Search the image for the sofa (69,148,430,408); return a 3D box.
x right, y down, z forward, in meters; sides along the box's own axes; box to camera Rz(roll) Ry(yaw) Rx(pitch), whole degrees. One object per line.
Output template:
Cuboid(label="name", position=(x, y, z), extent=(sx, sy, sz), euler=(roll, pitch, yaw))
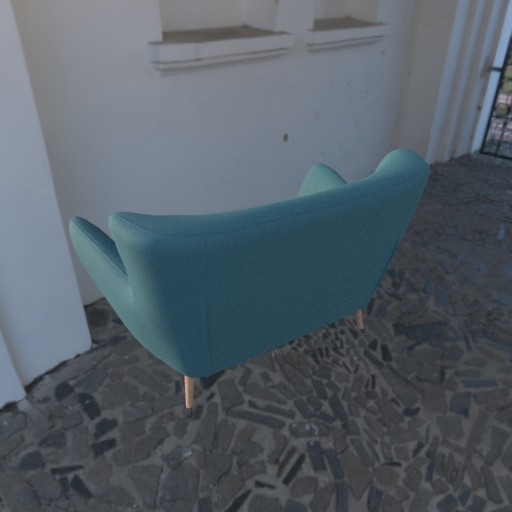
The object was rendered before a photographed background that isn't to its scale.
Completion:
Cuboid(label="sofa", position=(0.000, 0.000, 1.986), extent=(1.397, 0.889, 0.889), euler=(-17, 35, -27))
